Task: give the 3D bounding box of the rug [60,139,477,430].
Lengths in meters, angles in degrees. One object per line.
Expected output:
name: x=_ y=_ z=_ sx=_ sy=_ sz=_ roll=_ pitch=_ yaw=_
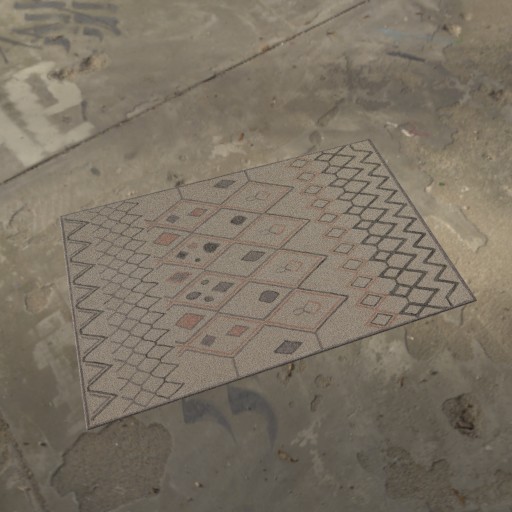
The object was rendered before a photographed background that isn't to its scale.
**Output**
rug: x=0.000 y=0.000 z=2.979 sx=2.438 sy=0.015 sz=1.524 roll=-16 pitch=59 yaw=-10
